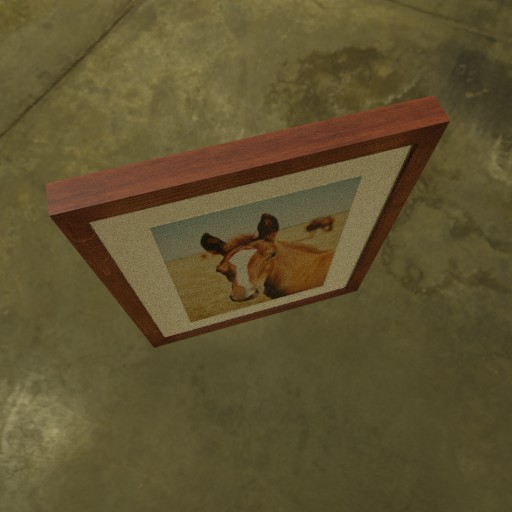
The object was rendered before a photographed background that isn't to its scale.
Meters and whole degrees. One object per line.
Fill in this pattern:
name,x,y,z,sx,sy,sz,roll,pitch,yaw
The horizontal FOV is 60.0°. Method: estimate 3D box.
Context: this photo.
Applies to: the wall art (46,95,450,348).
wall art,0.000,0.000,0.527,0.330,0.381,0.030,-15,65,-7
